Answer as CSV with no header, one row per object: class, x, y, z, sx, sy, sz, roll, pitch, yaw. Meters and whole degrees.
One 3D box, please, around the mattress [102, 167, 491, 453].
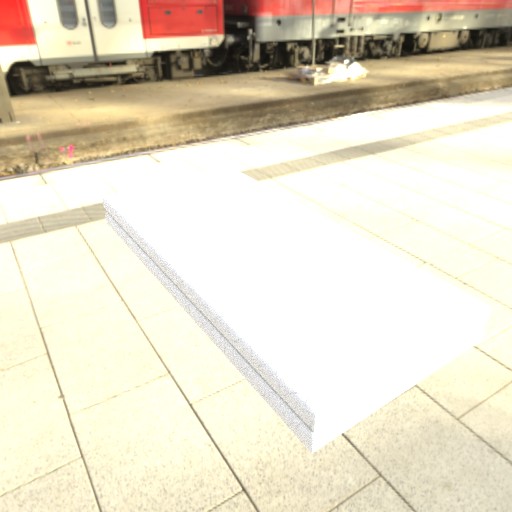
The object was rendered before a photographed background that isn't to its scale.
mattress,0.000,0.000,2.193,0.900,0.200,1.900,-20,36,-29
